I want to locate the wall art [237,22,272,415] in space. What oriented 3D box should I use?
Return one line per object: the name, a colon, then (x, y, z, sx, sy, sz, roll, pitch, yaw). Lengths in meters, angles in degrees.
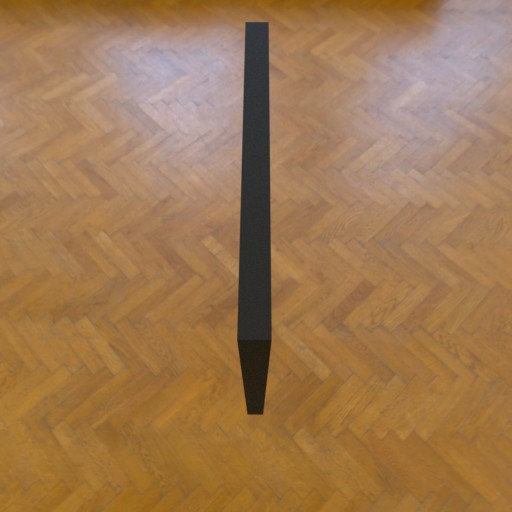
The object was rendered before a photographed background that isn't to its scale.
wall art: (0.000, 0.000, 0.771, 0.033, 0.559, 0.457, 0, 64, 0)
